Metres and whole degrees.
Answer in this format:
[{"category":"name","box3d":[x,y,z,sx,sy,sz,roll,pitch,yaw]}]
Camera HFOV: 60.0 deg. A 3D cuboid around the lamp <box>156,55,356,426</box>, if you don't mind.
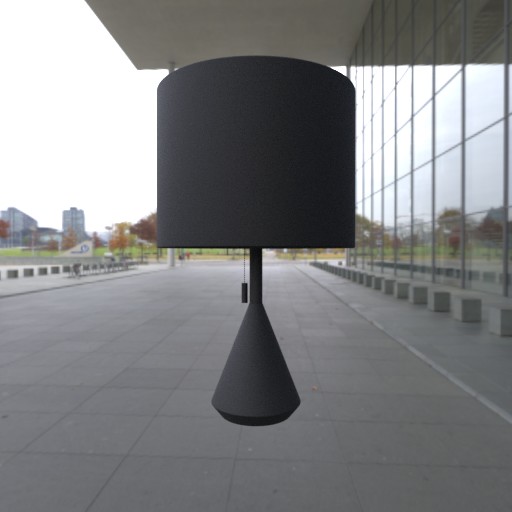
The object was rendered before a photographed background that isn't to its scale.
[{"category":"lamp","box3d":[0.000,0.000,0.821,0.359,0.584,0.359,0,1,17]}]
